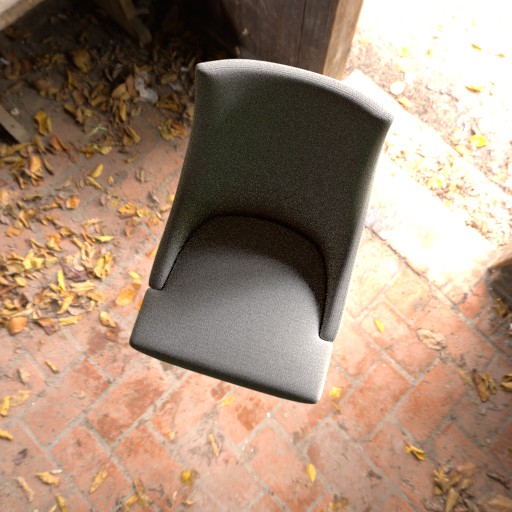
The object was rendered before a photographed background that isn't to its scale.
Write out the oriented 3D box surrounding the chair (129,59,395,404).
[{"bbox_3d":[0.000,0.000,1.522,0.701,0.909,0.861,16,76,4],"label":"chair"}]
